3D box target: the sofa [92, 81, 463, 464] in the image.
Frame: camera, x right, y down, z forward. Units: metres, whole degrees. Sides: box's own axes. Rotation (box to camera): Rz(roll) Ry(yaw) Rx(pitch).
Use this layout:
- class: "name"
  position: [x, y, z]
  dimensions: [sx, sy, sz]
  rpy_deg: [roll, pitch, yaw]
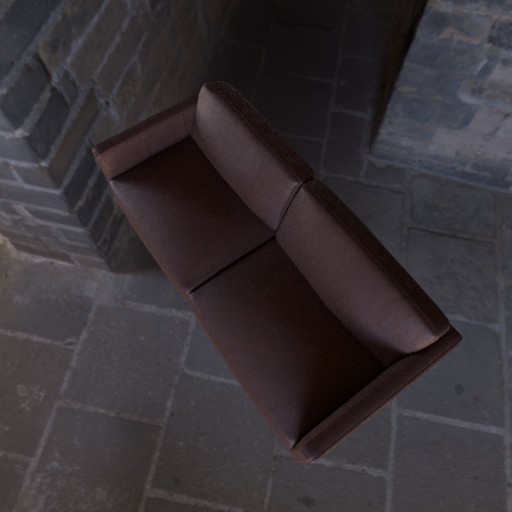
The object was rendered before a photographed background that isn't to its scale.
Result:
- class: "sofa"
  position: [0.000, 0.000, 2.429]
  dimensions: [0.923, 0.863, 1.971]
  rpy_deg: [-33, 69, -15]
